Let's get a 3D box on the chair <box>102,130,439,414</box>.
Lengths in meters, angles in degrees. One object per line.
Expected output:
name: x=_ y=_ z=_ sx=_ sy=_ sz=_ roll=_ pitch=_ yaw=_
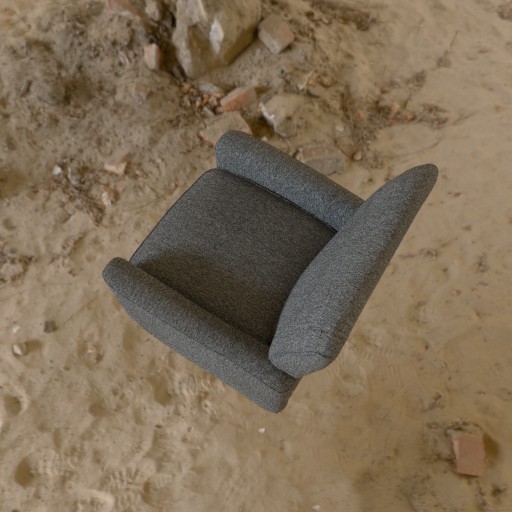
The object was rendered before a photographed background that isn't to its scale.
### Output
chair: x=0.000 y=0.000 z=1.673 sx=0.864 sy=1.014 sz=0.848 roll=30 pitch=67 yaw=14
